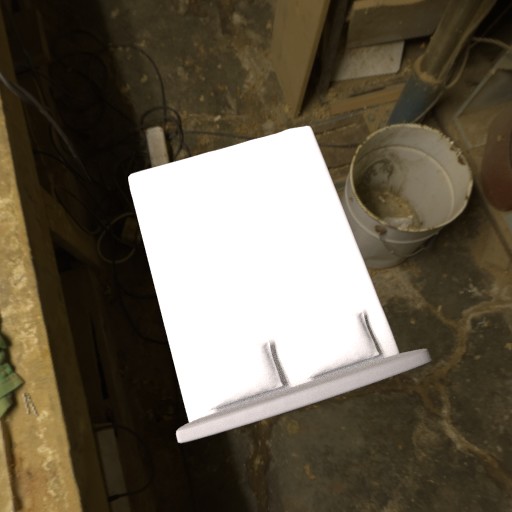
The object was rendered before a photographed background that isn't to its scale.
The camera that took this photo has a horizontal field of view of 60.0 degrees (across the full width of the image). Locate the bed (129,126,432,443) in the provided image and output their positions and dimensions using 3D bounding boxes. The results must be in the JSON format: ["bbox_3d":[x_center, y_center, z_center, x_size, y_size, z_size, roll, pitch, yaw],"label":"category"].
[{"bbox_3d":[0.000,0.000,3.114,1.607,1.410,2.005,-17,74,-5],"label":"bed"}]
